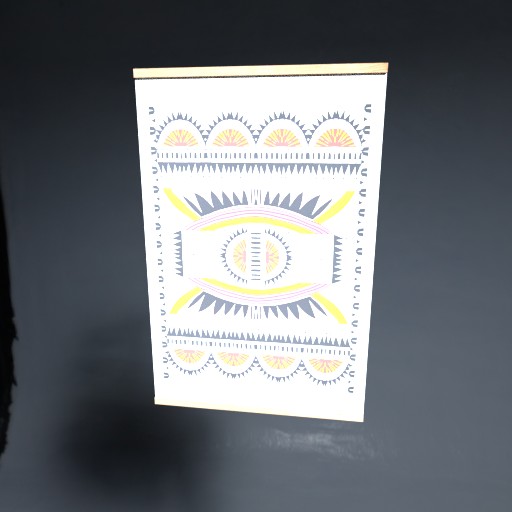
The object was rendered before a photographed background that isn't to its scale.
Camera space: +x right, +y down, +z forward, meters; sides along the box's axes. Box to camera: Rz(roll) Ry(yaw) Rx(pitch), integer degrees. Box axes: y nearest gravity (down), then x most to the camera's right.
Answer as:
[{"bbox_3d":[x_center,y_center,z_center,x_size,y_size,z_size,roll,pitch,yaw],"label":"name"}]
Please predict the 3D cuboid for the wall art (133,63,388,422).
[{"bbox_3d":[0.000,0.000,1.929,0.999,1.533,0.028,2,15,8],"label":"wall art"}]
